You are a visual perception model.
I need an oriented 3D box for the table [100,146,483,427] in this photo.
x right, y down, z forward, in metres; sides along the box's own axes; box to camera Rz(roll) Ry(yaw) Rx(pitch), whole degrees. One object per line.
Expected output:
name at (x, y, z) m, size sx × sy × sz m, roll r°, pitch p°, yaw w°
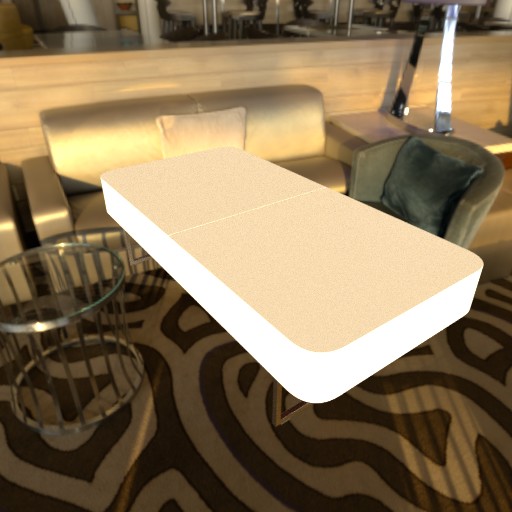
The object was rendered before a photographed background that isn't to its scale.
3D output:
table at (0.000, 0.000, 1.459) m, size 0.600 × 0.340 × 1.200 m, roll -20°, pitch 37°, yaw -30°
